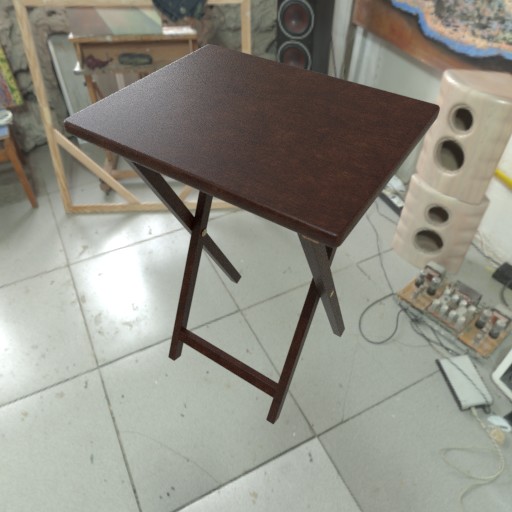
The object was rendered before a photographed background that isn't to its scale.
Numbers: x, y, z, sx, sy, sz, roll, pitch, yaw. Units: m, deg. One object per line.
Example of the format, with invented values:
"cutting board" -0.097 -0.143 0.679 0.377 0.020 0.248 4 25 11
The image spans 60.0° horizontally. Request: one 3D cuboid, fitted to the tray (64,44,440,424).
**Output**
"tray" 0.000 0.000 0.947 0.483 0.660 0.381 25 51 23
